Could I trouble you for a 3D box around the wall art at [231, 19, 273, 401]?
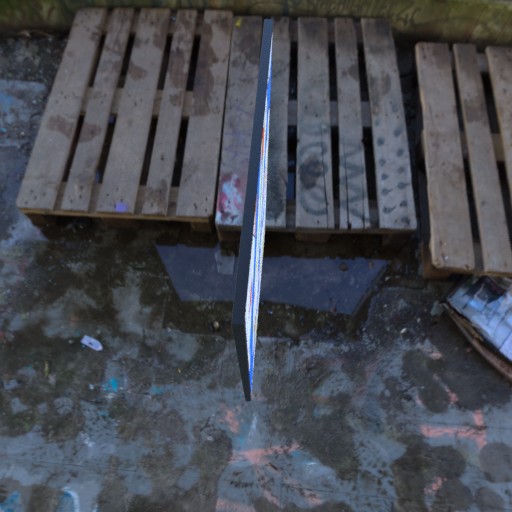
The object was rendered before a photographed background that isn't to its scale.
[{"bbox_3d":[0.000,0.000,0.852,0.013,0.660,0.460,4,65,2],"label":"wall art"}]
